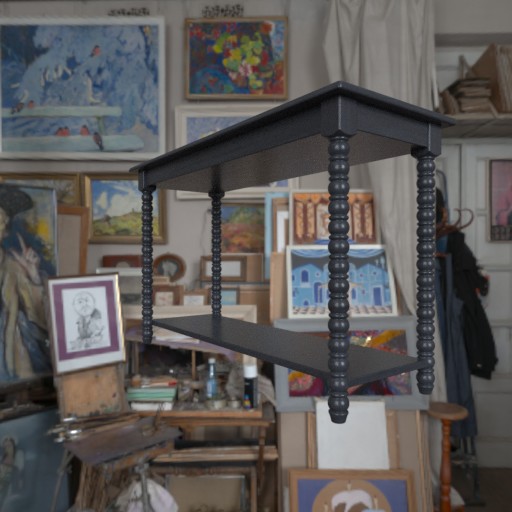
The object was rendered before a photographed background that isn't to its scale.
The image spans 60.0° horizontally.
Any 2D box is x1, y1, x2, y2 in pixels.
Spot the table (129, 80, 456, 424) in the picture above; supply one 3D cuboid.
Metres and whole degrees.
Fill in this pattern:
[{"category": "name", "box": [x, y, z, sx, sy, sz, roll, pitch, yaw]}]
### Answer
[{"category": "table", "box": [0.000, 0.000, 1.519, 0.459, 0.735, 1.184, 0, 0, -36]}]
